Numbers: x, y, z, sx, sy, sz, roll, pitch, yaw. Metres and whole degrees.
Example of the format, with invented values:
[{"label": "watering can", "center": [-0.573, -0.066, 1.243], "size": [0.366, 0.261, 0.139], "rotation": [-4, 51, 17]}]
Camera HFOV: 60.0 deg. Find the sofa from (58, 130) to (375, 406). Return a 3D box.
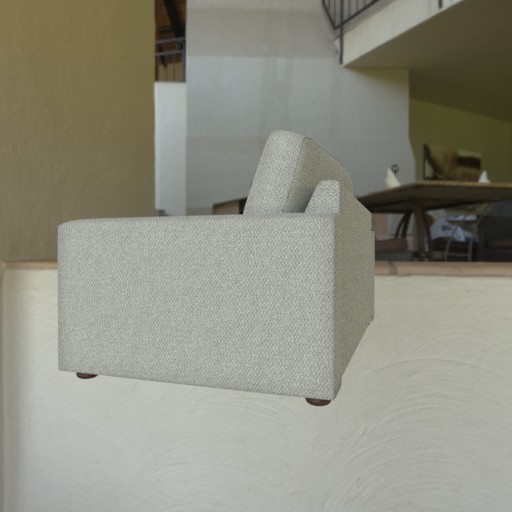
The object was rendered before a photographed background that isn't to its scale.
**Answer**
[{"label": "sofa", "center": [0.000, 0.000, 2.164], "size": [1.016, 0.873, 1.616], "rotation": [0, 1, 19]}]
